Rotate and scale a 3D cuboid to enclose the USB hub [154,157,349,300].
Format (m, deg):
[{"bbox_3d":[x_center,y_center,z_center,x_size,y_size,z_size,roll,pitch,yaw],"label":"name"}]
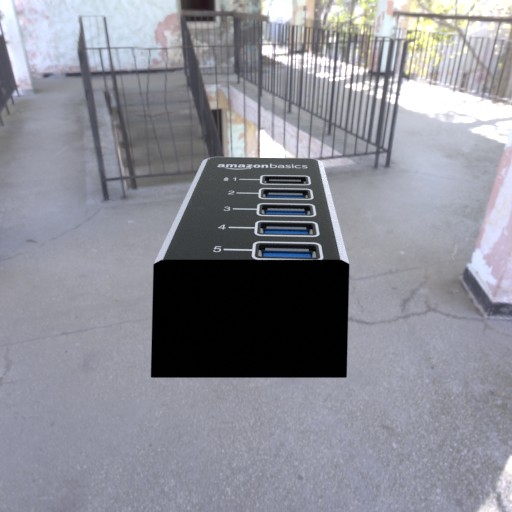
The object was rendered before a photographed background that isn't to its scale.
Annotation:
[{"bbox_3d":[0.000,0.000,0.124,0.044,0.023,0.110,1,30,2],"label":"USB hub"}]
